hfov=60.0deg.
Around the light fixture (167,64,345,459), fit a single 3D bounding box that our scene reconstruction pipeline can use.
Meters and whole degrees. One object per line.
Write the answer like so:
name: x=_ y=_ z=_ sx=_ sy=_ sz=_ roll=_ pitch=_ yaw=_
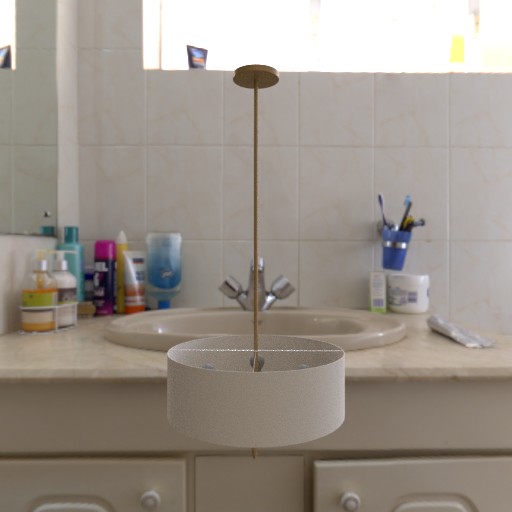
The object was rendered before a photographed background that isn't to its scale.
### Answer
light fixture: x=0.000 y=0.000 z=1.295 sx=0.508 sy=1.067 sz=0.508 roll=0 pitch=0 yaw=0
